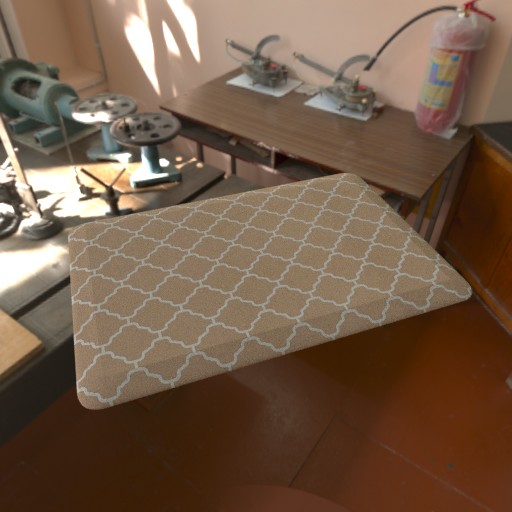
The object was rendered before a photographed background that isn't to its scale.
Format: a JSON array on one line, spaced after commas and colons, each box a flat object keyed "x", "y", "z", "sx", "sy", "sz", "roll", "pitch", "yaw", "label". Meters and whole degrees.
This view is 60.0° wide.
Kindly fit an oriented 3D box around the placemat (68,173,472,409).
[{"x": 0.000, "y": 0.000, "z": 0.956, "sx": 0.762, "sy": 0.021, "sz": 0.508, "roll": -13, "pitch": 43, "yaw": -15, "label": "placemat"}]
